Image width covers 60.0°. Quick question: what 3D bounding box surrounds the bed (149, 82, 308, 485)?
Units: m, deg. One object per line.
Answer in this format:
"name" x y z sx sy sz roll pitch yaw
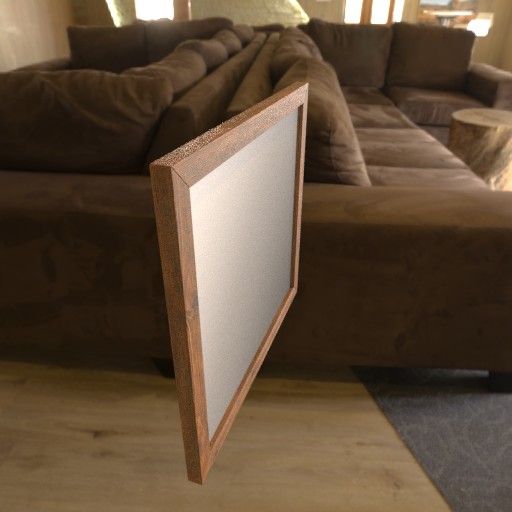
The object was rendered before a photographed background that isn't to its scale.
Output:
"bed" 0.000 0.000 1.469 0.046 0.942 1.046 10 31 17
